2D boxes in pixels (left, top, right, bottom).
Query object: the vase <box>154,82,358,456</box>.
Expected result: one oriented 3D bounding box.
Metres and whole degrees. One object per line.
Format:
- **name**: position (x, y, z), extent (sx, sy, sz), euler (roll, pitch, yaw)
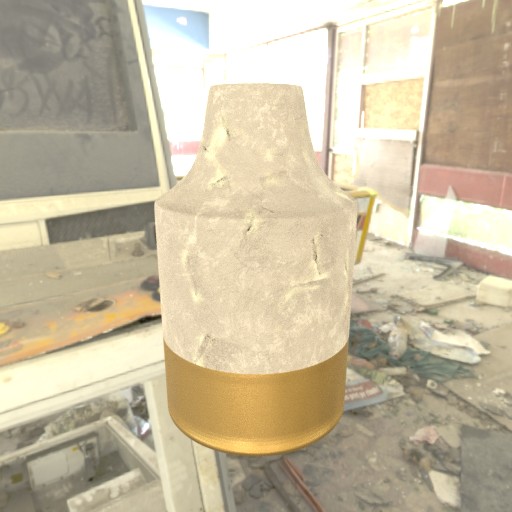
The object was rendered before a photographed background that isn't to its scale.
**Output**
- **vase**: position (0.000, 0.000, 0.425), extent (0.184, 0.305, 0.184), euler (0, 17, 0)
